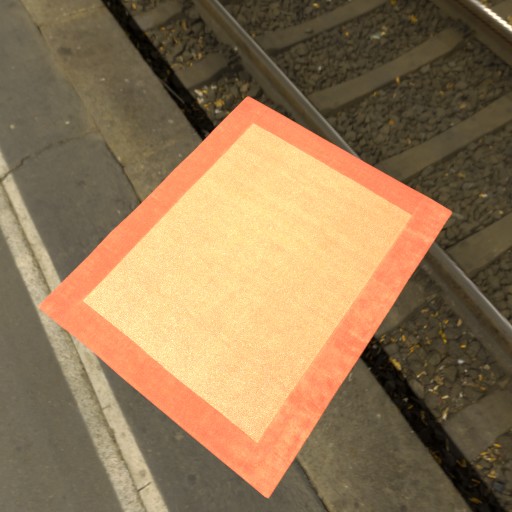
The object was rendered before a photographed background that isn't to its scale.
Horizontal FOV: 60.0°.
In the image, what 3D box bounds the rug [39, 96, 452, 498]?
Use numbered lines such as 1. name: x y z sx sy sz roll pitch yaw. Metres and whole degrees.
1. rug: 0.000 0.000 3.968 2.430 0.018 2.976 34 69 15
